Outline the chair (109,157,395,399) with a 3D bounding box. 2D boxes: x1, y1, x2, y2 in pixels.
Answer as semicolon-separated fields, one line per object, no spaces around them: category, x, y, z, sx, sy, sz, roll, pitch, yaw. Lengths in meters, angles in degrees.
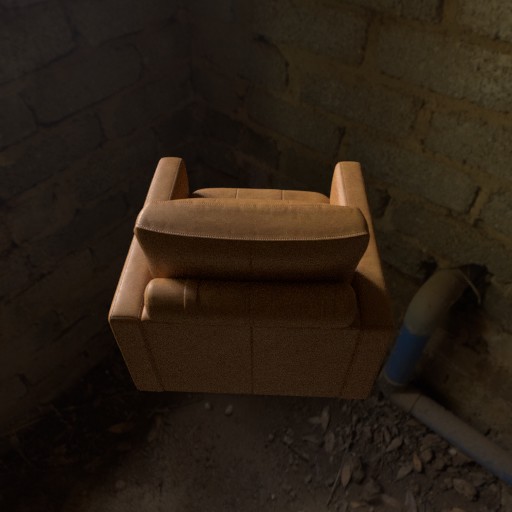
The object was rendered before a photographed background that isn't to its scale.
chair;0.000;0.000;1.593;0.831;0.896;0.868;2;47;2
